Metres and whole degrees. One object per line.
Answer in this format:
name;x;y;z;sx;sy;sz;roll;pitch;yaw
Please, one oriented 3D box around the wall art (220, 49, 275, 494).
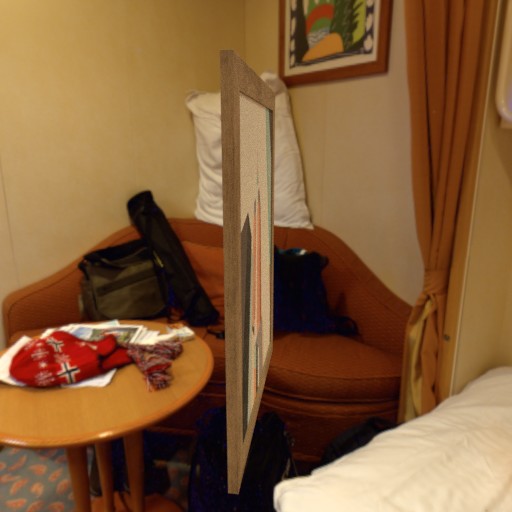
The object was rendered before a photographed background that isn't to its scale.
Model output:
wall art;0.000;0.000;0.912;0.018;0.686;0.534;2;15;8
